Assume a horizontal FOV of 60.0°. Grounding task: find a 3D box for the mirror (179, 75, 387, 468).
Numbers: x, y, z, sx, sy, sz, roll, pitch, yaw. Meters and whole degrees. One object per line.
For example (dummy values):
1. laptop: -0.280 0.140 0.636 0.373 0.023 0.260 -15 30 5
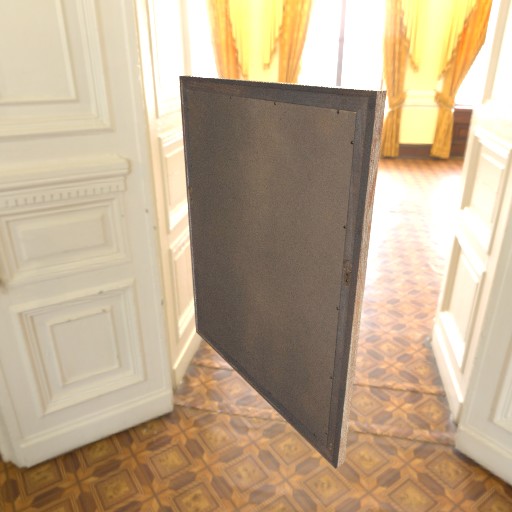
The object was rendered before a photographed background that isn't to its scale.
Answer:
1. mirror: 0.000 0.000 1.200 0.032 0.882 0.730 -16 29 -32
